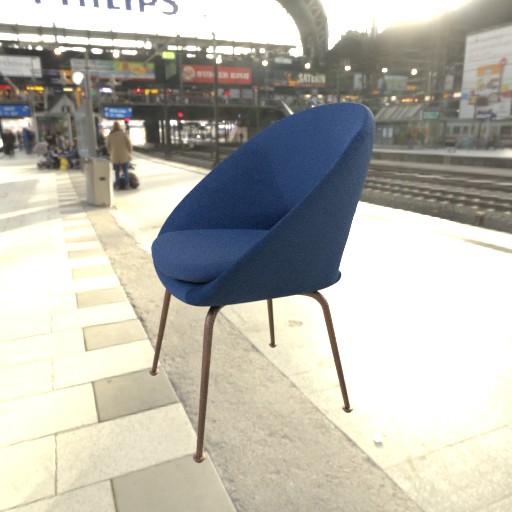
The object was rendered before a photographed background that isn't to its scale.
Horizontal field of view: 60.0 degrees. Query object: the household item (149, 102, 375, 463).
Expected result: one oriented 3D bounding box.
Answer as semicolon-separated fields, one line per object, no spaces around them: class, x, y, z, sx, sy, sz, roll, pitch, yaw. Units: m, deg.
household item;0.000;0.000;1.277;0.573;0.852;0.623;-7;17;-25
